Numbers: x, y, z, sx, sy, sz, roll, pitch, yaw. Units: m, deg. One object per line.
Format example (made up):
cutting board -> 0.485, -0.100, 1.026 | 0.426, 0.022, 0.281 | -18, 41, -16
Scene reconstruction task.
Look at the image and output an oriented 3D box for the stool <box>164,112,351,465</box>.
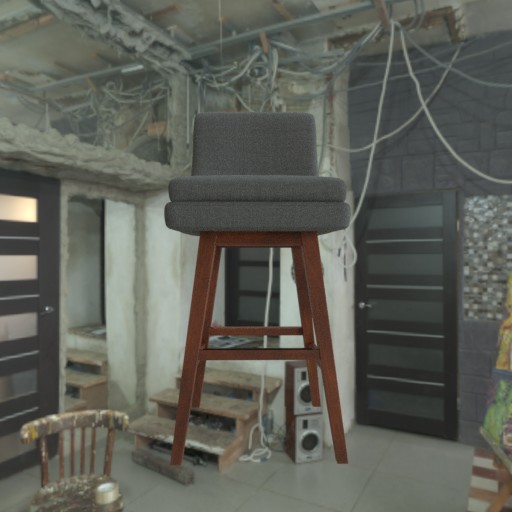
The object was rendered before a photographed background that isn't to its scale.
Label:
stool -> 0.000, 0.000, 1.279 | 0.447, 0.977, 0.524 | 0, 0, -1
